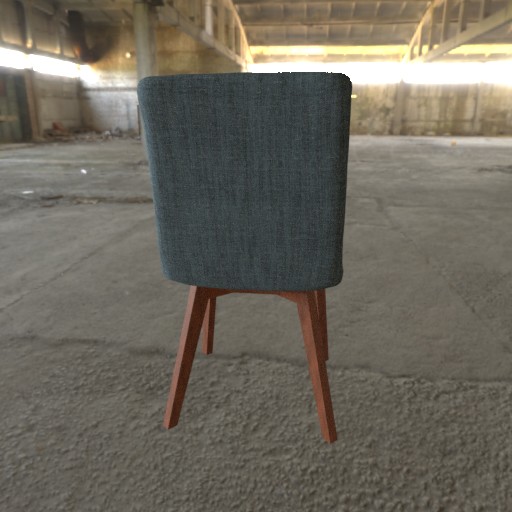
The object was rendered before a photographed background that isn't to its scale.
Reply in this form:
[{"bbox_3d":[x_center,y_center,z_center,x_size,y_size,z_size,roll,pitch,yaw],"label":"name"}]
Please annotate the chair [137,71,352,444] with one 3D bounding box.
[{"bbox_3d":[0.000,0.000,1.317,0.522,0.974,0.563,2,18,7],"label":"chair"}]
